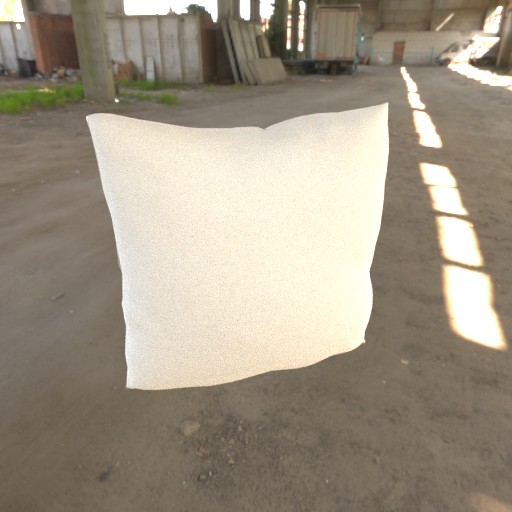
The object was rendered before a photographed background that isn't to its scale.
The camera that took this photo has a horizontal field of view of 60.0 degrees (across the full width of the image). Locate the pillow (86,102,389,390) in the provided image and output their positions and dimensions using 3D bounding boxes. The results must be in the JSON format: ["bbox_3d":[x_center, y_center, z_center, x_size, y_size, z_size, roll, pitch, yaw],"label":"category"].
[{"bbox_3d":[0.000,0.000,0.700,0.450,0.448,0.245,-8,27,-16],"label":"pillow"}]
